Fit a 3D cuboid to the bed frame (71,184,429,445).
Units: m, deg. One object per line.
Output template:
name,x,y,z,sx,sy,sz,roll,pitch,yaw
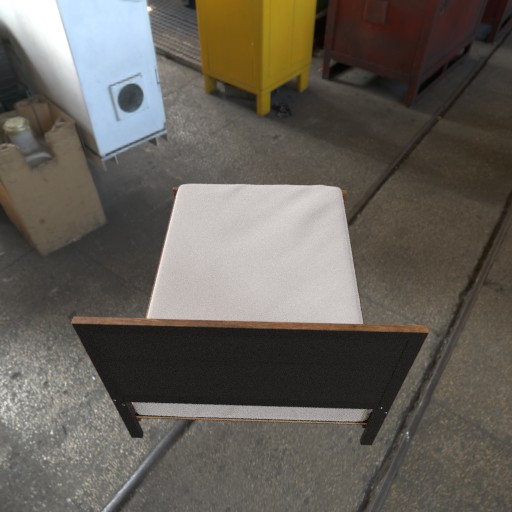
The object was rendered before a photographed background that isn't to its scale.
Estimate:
bed frame,0.000,0.000,3.391,1.696,1.417,2.276,1,47,1
